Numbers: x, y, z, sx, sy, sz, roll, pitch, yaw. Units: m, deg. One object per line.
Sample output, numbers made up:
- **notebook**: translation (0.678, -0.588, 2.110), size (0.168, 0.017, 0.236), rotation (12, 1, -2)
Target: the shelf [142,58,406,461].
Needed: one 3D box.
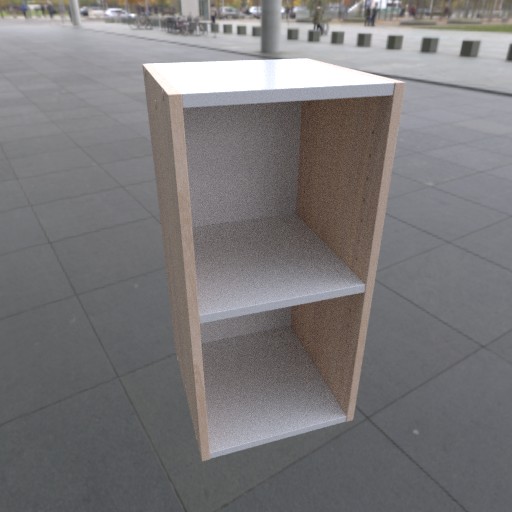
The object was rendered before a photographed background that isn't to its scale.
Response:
- **shelf**: translation (0.000, 0.000, 0.769), size (0.290, 0.594, 0.297), rotation (-9, 31, -15)
